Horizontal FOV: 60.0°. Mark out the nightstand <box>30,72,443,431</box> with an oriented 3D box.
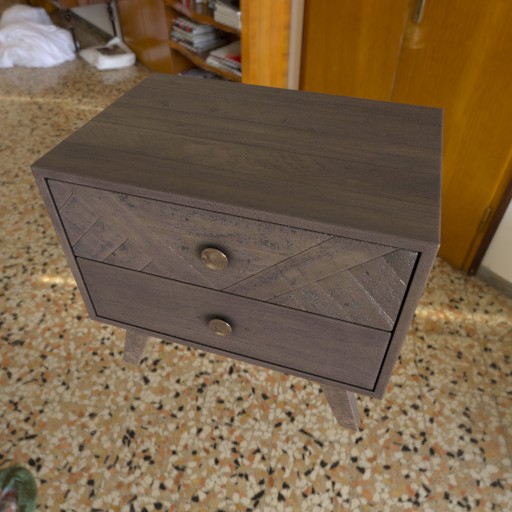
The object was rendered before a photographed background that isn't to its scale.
[{"bbox_3d":[0.000,0.000,1.012,0.650,0.599,0.450,12,44,13],"label":"nightstand"}]
